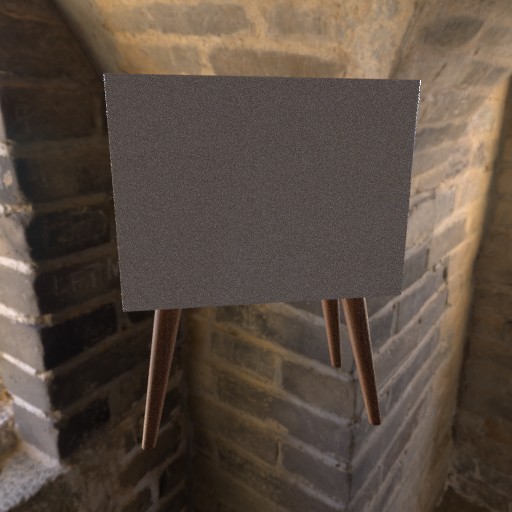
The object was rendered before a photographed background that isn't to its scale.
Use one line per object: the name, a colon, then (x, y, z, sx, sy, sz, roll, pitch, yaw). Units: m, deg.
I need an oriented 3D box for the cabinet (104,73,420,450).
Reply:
cabinet: (0.000, 0.000, 1.075, 0.591, 0.772, 0.344, -2, 15, -9)
